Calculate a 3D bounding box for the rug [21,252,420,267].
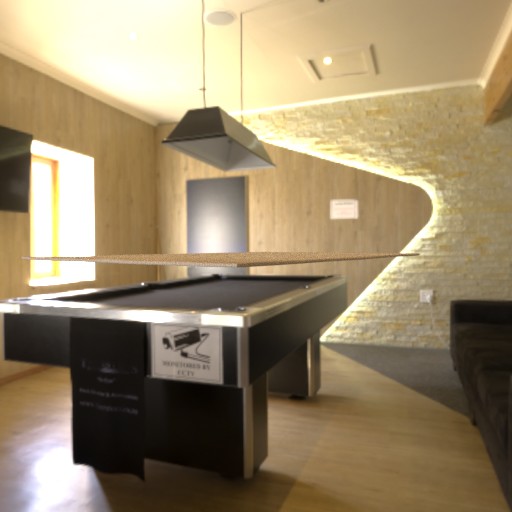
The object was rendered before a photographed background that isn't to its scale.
[{"bbox_3d":[0.000,0.000,3.084,1.575,0.023,2.459,1,2,35],"label":"rug"}]
